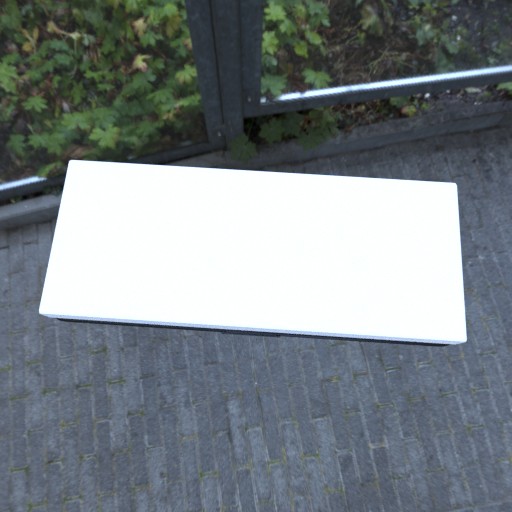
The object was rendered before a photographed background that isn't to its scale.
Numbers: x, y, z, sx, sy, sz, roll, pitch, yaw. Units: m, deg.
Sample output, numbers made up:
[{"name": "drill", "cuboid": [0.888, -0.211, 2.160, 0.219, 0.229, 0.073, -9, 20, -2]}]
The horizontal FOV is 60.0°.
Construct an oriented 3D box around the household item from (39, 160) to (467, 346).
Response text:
[{"name": "household item", "cuboid": [0.000, 0.000, 2.175, 1.905, 0.356, 0.787, 4, 74, 1]}]
